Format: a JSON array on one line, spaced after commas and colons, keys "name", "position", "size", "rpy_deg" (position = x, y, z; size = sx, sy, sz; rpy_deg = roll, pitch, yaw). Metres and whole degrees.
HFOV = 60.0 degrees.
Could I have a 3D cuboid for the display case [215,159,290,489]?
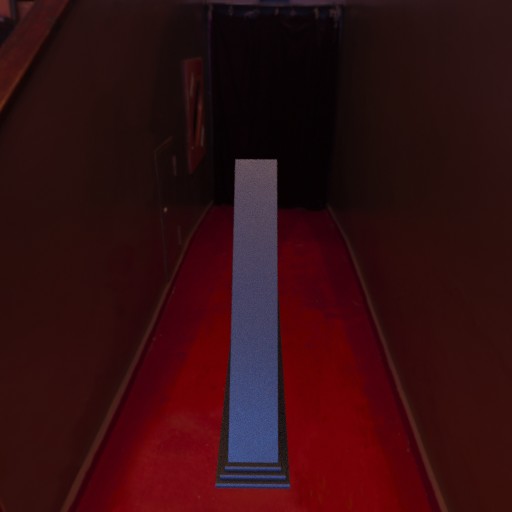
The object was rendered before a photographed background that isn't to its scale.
[{"name": "display case", "position": [0.000, 0.000, 0.772], "size": [0.095, 0.340, 0.640], "rpy_deg": [0, 27, 1]}]
